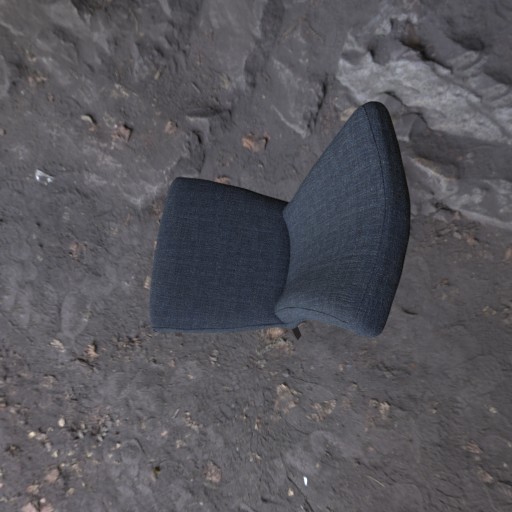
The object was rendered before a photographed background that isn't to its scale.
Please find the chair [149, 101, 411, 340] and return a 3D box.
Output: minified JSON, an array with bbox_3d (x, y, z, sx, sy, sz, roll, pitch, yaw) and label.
[{"bbox_3d":[0.000,0.000,1.388,0.660,0.991,0.520,5,76,1],"label":"chair"}]
